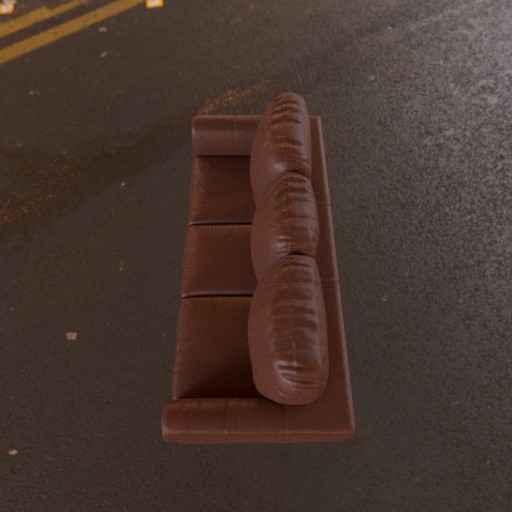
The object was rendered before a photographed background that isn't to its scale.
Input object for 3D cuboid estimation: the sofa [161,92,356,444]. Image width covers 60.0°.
[{"bbox_3d":[0.000,0.000,2.363,0.802,0.915,1.862,0,59,0],"label":"sofa"}]
